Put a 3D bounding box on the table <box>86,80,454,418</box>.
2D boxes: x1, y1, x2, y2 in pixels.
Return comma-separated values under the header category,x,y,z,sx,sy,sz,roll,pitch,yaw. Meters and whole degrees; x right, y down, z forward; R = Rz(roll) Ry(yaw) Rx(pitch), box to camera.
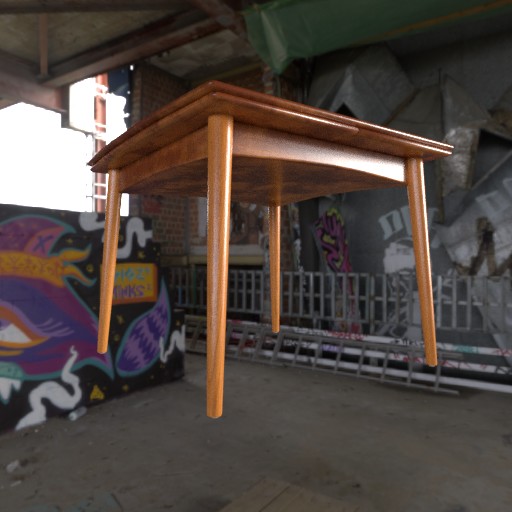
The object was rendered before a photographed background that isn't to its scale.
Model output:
category,x,y,z,sx,sy,sz,roll,pitch,yaw
table,0.000,0.000,1.623,0.991,0.754,0.991,0,-1,-35
